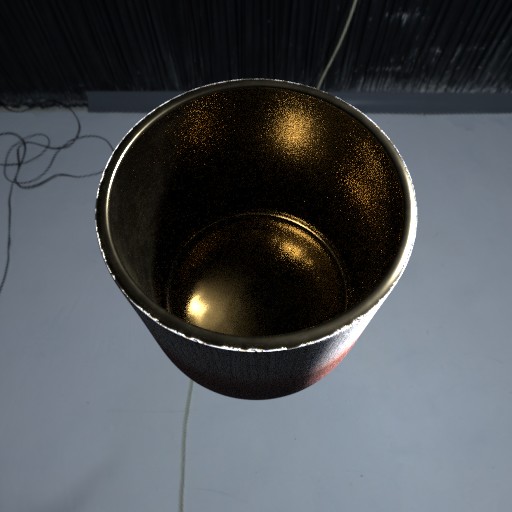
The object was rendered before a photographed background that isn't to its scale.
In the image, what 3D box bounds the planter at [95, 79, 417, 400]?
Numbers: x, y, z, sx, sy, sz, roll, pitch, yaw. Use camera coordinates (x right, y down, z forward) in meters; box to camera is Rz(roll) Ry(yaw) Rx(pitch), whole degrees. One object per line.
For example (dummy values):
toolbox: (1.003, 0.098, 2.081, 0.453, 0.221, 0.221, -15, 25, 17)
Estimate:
planter: (0.000, 0.000, 0.312, 0.178, 0.157, 0.178, 0, 64, 0)
